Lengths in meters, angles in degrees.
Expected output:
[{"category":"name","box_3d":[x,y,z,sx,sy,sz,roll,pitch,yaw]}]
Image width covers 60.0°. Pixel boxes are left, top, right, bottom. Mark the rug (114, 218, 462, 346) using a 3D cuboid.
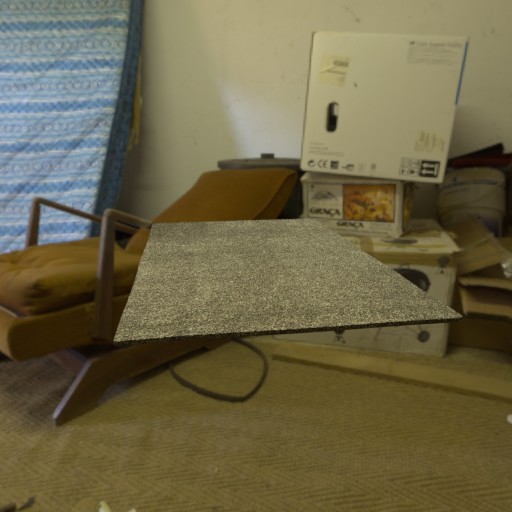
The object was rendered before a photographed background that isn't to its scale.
[{"category":"rug","box_3d":[0.000,0.000,2.965,1.501,0.025,2.352,-2,16,-9]}]
